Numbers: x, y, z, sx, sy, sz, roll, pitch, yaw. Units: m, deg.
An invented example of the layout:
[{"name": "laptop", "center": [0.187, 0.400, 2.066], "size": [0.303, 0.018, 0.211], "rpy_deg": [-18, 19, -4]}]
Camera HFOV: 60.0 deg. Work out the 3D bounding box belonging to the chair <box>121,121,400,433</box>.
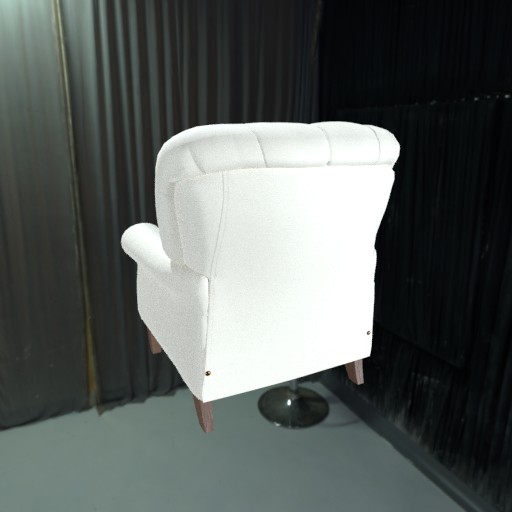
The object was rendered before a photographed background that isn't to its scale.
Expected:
[{"name": "chair", "center": [0.000, 0.000, 2.045], "size": [1.035, 1.169, 1.132], "rpy_deg": [-8, 17, -26]}]
